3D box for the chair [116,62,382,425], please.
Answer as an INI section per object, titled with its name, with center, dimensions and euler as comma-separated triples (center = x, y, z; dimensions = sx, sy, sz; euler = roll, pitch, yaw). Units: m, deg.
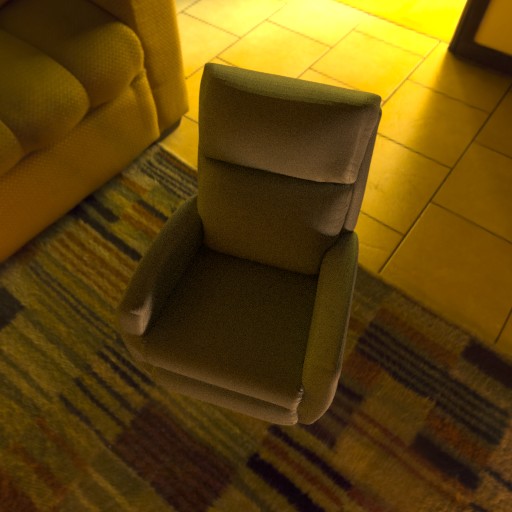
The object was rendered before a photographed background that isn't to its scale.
[chair]
center = 0.000, 0.000, 1.654
dimensions = 0.794, 1.016, 0.940
euler = 15, 59, 9
